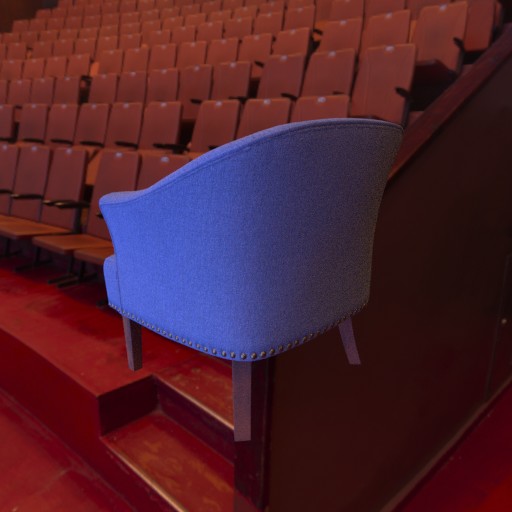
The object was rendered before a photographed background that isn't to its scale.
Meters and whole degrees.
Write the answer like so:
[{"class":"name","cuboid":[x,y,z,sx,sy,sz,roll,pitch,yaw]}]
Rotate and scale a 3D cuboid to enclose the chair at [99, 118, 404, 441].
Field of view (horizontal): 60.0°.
[{"class":"chair","cuboid":[0.000,0.000,1.402,0.704,0.815,0.798,14,21,42]}]
